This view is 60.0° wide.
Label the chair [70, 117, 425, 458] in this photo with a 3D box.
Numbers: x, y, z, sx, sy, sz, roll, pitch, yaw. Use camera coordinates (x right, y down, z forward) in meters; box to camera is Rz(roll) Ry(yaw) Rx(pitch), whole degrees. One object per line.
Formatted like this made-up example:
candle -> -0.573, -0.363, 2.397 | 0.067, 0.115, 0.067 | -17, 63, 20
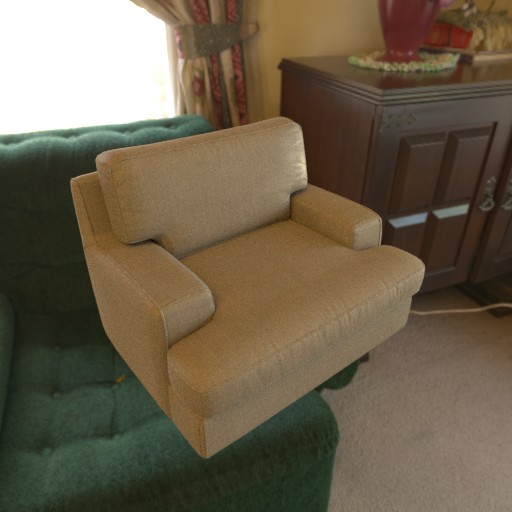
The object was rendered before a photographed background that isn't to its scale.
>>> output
chair -> 0.000, 0.000, 2.007 | 1.270, 0.974, 1.043 | -22, 37, -33
